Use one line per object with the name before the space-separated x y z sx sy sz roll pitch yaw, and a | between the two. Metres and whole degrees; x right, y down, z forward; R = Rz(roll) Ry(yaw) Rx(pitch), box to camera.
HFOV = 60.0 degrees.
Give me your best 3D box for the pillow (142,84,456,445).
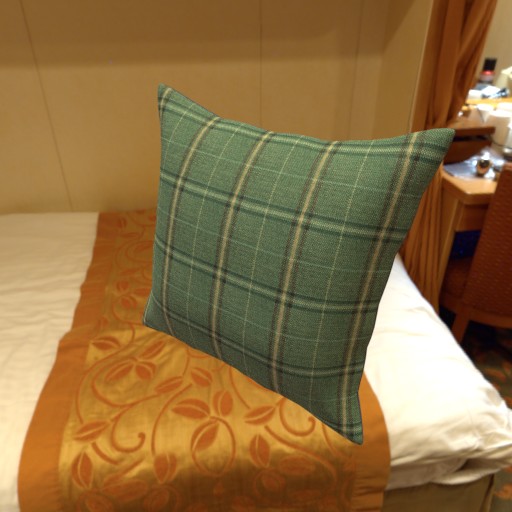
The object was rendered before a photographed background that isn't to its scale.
pillow | 0.000 0.000 0.668 0.453 0.430 0.200 20 37 29
